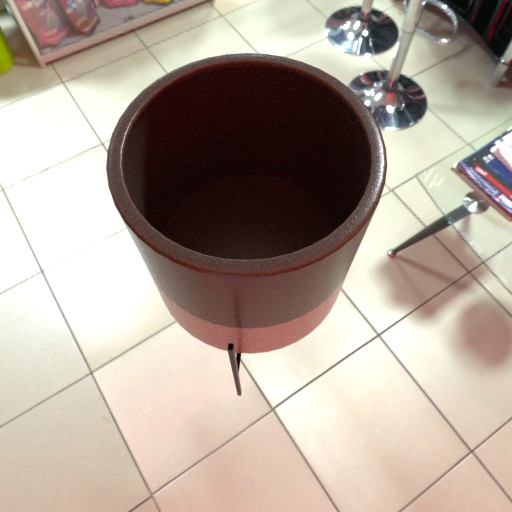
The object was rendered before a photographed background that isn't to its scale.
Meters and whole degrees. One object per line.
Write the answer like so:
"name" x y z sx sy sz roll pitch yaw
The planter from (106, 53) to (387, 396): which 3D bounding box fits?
"planter" 0.000 0.000 0.519 0.250 0.353 0.260 0 63 0
